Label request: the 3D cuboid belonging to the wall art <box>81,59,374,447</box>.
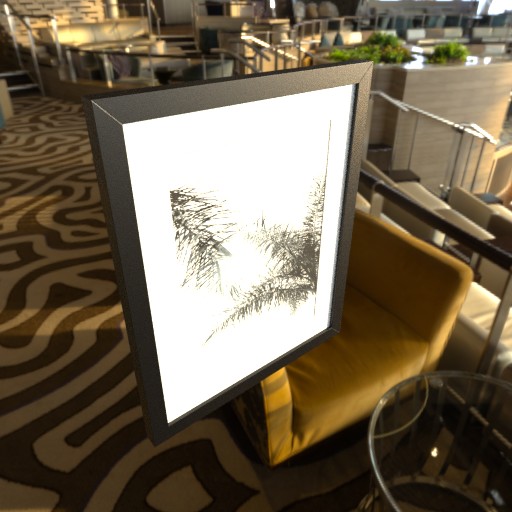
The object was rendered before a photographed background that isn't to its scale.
[{"bbox_3d":[0.000,0.000,0.728,0.457,0.557,0.028,-23,38,-33],"label":"wall art"}]
